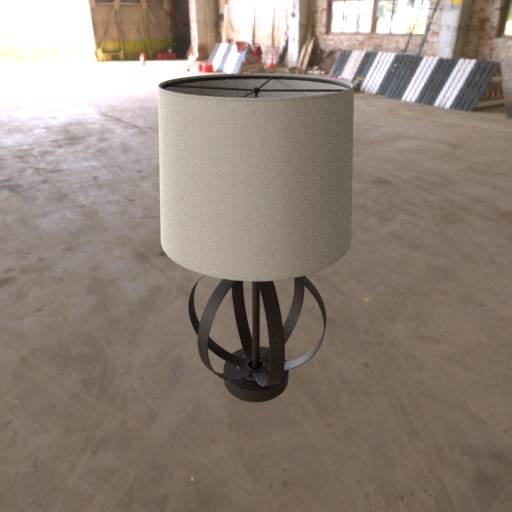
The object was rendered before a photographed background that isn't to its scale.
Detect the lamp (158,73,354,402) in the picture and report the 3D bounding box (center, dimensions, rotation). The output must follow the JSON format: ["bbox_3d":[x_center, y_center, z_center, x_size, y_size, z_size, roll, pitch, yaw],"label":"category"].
[{"bbox_3d":[0.000,0.000,0.698,0.286,0.510,0.286,0,28,0],"label":"lamp"}]
